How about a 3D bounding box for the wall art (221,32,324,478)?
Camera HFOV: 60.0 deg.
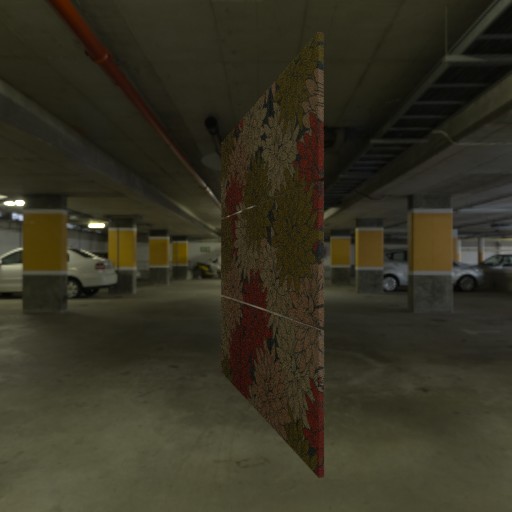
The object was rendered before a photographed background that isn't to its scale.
[{"bbox_3d":[0.000,0.000,1.341,0.013,0.913,0.904,0,-1,-17],"label":"wall art"}]
